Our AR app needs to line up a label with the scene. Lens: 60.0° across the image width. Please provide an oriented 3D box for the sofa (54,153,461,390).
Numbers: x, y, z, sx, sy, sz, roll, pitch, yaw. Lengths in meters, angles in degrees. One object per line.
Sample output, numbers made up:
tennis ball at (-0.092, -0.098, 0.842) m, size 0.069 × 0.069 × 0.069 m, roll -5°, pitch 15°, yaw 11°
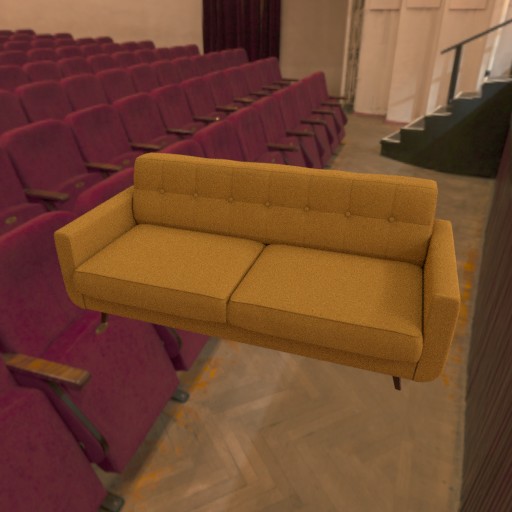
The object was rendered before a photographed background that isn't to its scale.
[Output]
sofa at (0.000, 0.000, 2.480) m, size 2.029 × 0.841 × 0.909 m, roll 9°, pitch 30°, yaw 16°
